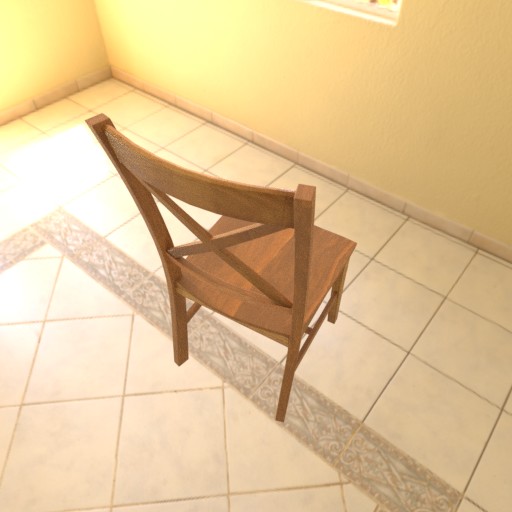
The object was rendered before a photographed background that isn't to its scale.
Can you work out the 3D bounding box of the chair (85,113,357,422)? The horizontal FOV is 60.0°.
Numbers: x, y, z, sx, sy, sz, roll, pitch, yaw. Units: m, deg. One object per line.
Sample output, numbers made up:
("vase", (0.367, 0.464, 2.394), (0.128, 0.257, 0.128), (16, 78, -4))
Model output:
("chair", (0.000, 0.000, 1.285), (0.485, 0.983, 0.542), (23, 51, 20))
